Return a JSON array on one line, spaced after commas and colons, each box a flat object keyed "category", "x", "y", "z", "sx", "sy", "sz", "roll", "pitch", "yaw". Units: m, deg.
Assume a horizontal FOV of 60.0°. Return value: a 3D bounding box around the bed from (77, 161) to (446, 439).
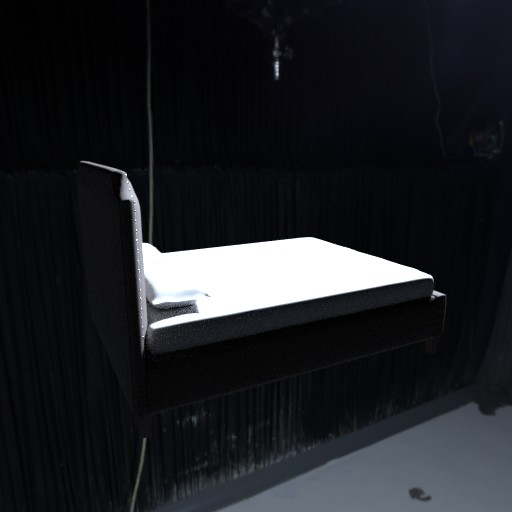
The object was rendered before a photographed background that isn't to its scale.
[{"category": "bed", "x": 0.000, "y": 0.000, "z": 3.451, "sx": 2.372, "sy": 1.443, "sz": 1.713, "roll": -7, "pitch": 16, "yaw": -27}]
